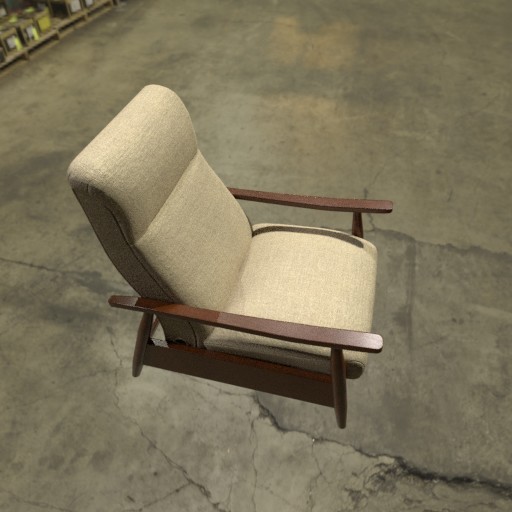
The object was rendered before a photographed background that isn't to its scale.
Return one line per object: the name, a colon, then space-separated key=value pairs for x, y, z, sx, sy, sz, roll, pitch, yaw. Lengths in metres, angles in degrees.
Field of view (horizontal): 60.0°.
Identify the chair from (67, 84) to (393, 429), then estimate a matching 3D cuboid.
chair: x=0.000 y=0.000 z=1.781 sx=1.014 sy=1.082 sz=0.762 roll=11 pitch=47 yaw=10
